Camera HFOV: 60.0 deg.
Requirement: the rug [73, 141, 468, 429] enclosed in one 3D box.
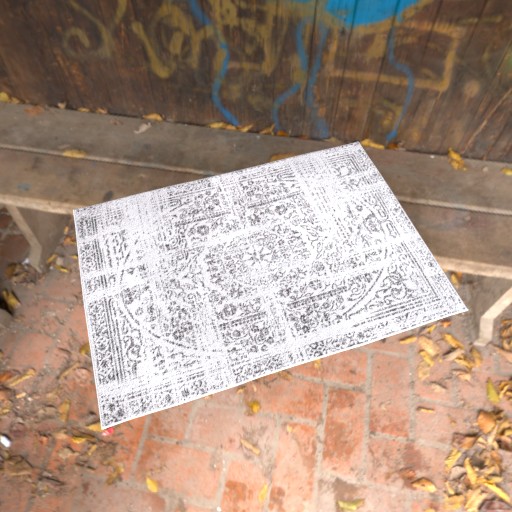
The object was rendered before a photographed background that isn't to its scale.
[{"bbox_3d":[0.000,0.000,3.187,2.438,0.026,1.706,-15,58,-10],"label":"rug"}]
